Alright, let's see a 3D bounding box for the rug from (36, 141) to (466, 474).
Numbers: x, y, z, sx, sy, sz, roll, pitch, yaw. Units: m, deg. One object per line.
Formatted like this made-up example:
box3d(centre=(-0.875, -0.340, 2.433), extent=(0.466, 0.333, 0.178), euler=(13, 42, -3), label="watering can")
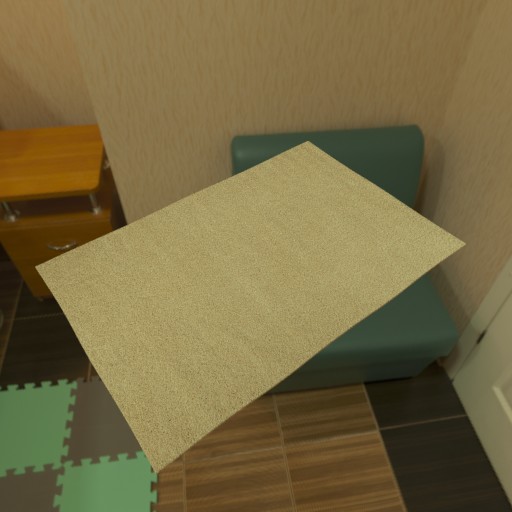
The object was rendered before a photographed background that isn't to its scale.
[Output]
box3d(centre=(0.000, 0.000, 3.334), extent=(2.699, 0.025, 1.800), euler=(-30, 54, -25), label="rug")
